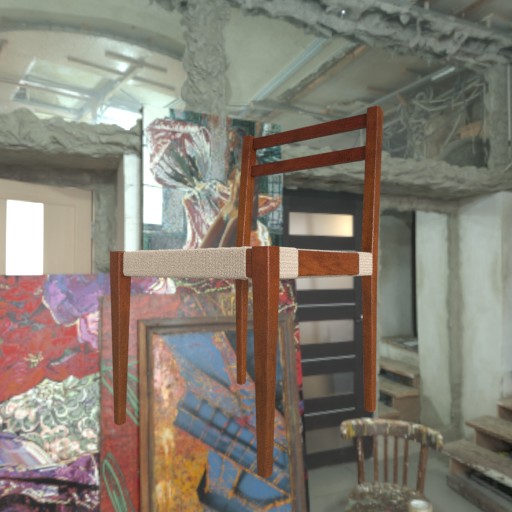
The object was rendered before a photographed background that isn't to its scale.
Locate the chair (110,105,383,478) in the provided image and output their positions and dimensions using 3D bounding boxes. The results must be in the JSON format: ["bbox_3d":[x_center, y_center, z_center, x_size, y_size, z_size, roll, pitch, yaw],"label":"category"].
[{"bbox_3d":[0.000,0.000,1.192,0.495,0.851,0.569,-1,-2,38],"label":"chair"}]
